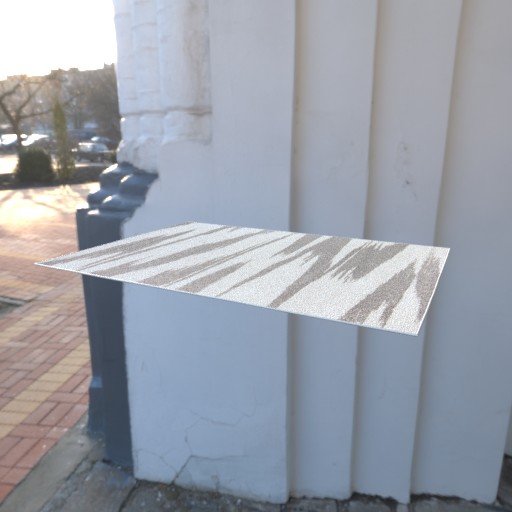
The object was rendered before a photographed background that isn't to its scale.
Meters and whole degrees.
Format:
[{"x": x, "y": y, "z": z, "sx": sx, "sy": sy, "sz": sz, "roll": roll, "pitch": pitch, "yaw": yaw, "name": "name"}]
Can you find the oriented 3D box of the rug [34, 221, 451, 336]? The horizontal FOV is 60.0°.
[{"x": 0.000, "y": 0.000, "z": 2.770, "sx": 2.142, "sy": 0.010, "sz": 1.533, "roll": 8, "pitch": 17, "yaw": 26, "name": "rug"}]
